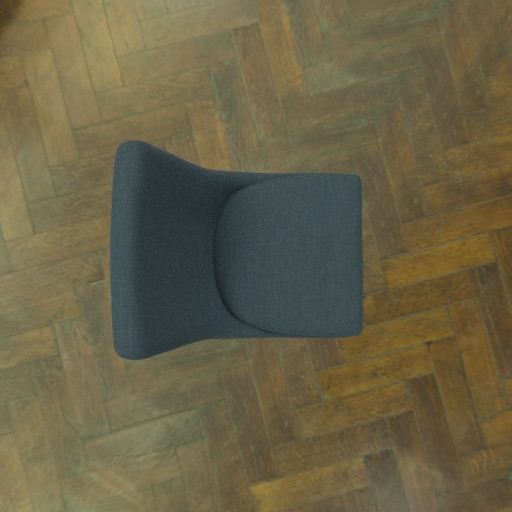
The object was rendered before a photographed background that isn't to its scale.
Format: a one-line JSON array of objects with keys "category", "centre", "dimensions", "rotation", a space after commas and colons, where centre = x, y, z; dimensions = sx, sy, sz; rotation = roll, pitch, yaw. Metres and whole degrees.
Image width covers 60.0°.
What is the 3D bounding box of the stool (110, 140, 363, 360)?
[{"category": "stool", "centre": [0.000, 0.000, 1.359], "dimensions": [0.577, 1.078, 0.470], "rotation": [0, 89, -1]}]
